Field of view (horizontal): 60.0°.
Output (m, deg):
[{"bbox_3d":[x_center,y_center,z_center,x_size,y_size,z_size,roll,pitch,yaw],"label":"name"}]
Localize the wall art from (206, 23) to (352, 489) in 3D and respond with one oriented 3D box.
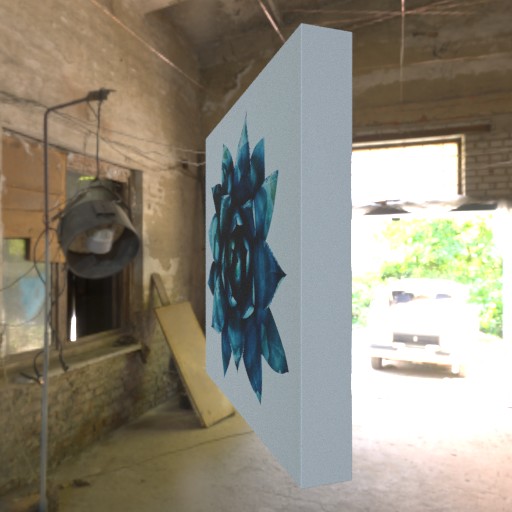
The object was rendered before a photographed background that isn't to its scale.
[{"bbox_3d":[0.000,0.000,0.440,0.038,0.305,0.305,0,0,-18],"label":"wall art"}]
